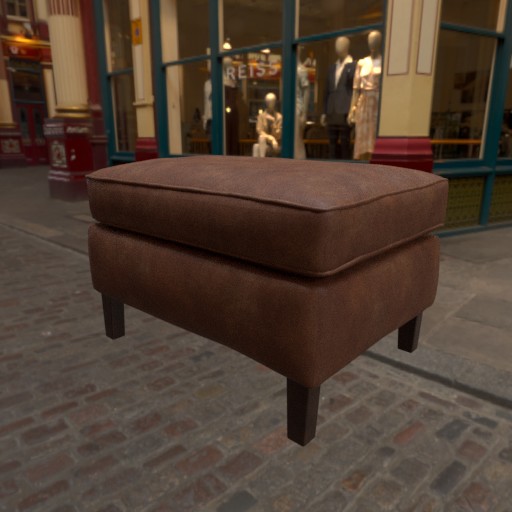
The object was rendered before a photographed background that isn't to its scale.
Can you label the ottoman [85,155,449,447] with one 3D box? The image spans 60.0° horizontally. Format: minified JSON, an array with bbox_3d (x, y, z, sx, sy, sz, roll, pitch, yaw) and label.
[{"bbox_3d":[0.000,0.000,0.986,0.665,0.418,0.501,14,21,40],"label":"ottoman"}]
